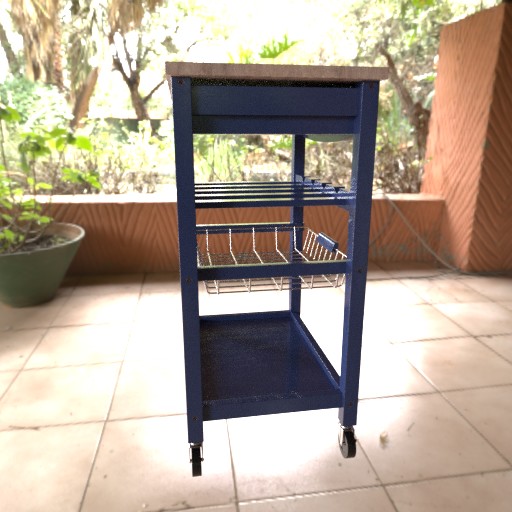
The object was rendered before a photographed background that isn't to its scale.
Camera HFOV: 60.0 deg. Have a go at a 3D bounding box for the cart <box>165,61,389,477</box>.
[{"bbox_3d":[0.000,0.000,1.147,0.403,0.839,0.584,-2,15,-9],"label":"cart"}]
